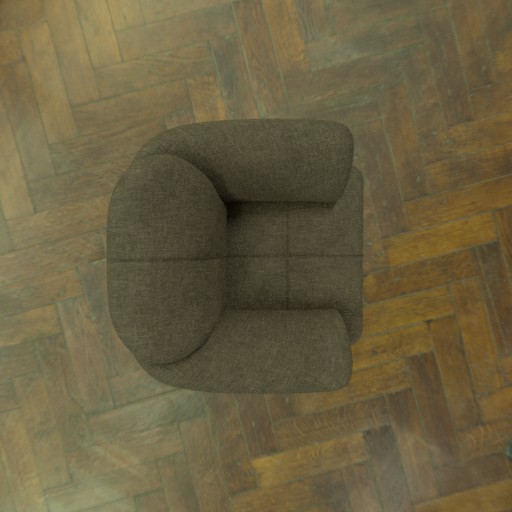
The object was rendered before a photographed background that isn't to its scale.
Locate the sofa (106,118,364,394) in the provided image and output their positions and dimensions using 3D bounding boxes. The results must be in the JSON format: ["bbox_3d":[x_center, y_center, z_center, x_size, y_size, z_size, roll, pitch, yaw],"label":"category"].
[{"bbox_3d":[0.000,0.000,1.546,0.794,0.811,0.870,0,91,-1],"label":"sofa"}]
